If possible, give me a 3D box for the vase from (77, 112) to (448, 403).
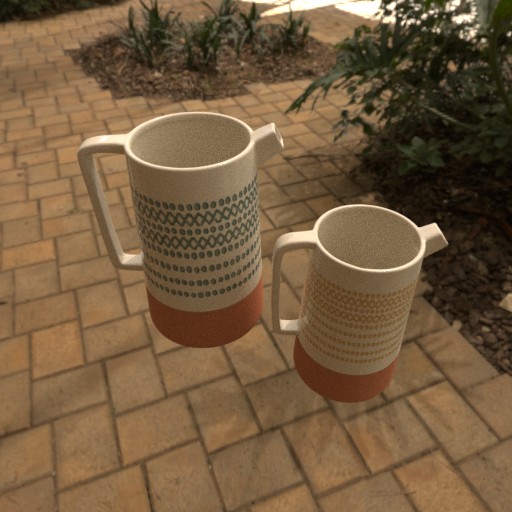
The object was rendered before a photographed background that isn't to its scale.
[{"bbox_3d":[0.000,0.000,0.464,0.326,0.247,0.168,28,48,28],"label":"vase"}]
